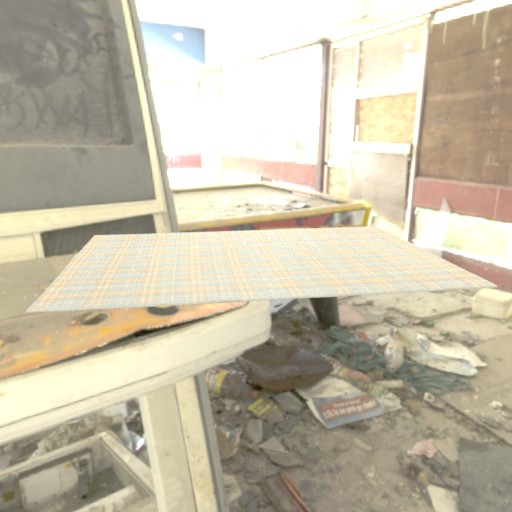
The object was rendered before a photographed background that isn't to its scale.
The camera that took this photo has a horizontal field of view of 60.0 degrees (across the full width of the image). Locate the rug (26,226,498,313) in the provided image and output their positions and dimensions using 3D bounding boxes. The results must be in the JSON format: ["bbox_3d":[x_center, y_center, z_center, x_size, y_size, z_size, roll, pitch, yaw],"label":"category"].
[{"bbox_3d":[0.000,0.000,2.273,1.835,0.012,1.231,-2,16,-8],"label":"rug"}]
